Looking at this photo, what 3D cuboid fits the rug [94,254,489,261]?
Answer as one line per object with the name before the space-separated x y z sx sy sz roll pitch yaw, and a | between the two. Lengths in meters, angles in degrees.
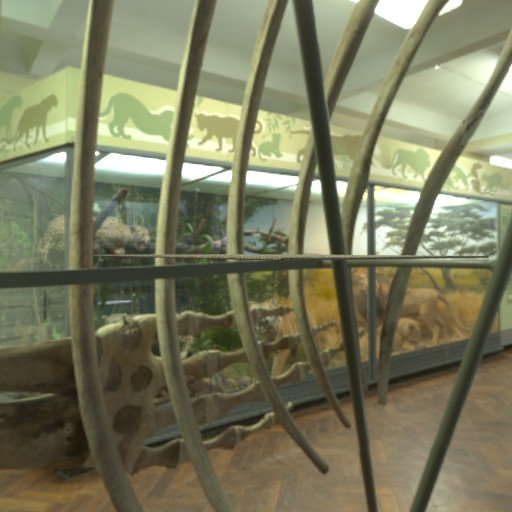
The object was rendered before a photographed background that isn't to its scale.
rug | 0.000 0.000 3.075 1.533 0.011 2.439 0 1 -36
